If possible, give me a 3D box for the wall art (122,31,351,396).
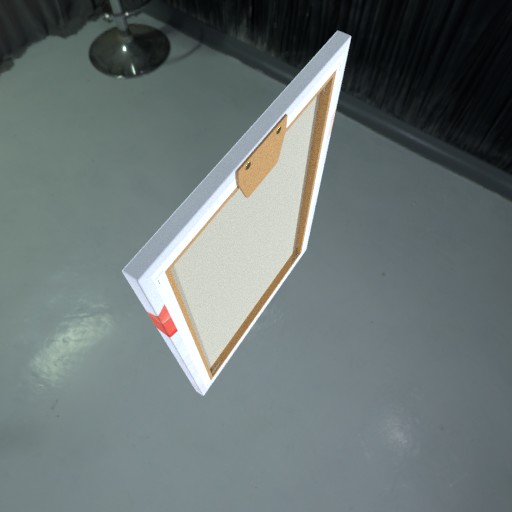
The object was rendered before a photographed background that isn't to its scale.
[{"bbox_3d":[0.000,0.000,1.097,0.036,0.848,0.613,31,67,15],"label":"wall art"}]
